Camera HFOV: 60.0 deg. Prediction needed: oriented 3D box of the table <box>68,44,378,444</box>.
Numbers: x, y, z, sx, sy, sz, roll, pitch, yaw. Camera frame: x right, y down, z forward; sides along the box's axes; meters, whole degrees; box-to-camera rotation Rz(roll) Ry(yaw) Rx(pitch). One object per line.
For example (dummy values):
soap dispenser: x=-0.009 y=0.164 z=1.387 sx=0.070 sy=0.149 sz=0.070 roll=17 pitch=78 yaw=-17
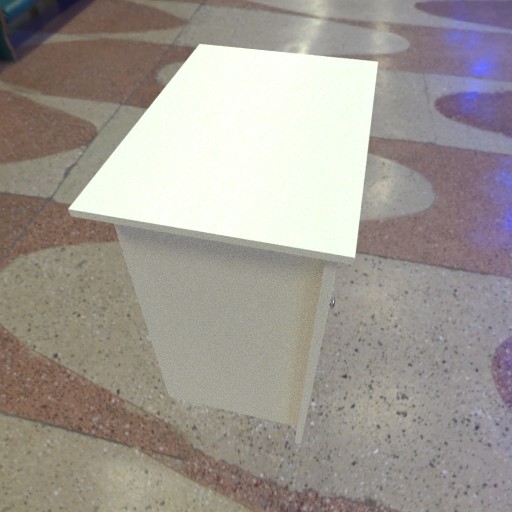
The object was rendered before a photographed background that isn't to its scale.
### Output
table: x=0.000 y=0.000 z=1.051 sx=0.406 sy=0.711 sz=0.589 roll=10 pitch=48 yaw=9
